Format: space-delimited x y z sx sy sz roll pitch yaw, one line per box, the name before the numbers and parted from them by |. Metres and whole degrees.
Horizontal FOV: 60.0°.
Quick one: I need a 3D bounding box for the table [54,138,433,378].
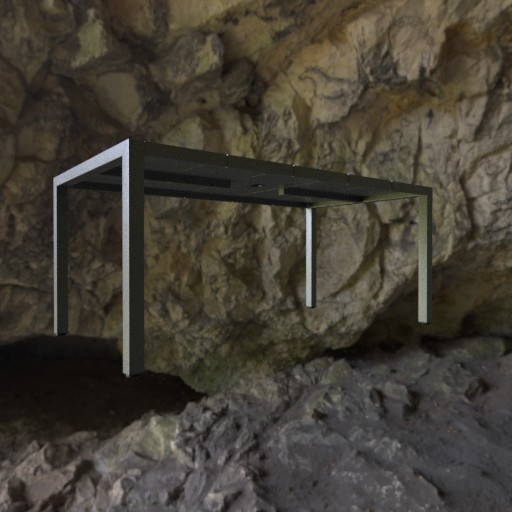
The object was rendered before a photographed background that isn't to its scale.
table | 0.000 0.000 2.219 1.680 0.735 0.914 0 1 -38
